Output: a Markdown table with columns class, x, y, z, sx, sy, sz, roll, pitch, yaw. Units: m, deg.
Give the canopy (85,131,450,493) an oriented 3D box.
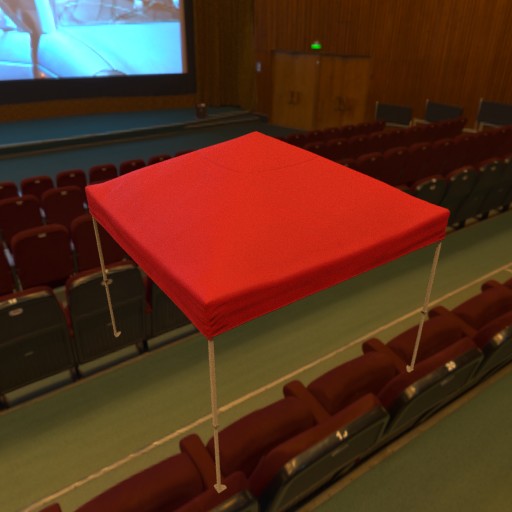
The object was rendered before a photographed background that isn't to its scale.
| class | x | y | z | sx | sy | sz | roll | pitch | yaw |
| --- | --- | --- | --- | --- | --- | --- | --- | --- | --- |
| canopy | 0.000 | 0.000 | 5.393 | 2.996 | 2.997 | 2.998 | -19 | 34 | -30 |
